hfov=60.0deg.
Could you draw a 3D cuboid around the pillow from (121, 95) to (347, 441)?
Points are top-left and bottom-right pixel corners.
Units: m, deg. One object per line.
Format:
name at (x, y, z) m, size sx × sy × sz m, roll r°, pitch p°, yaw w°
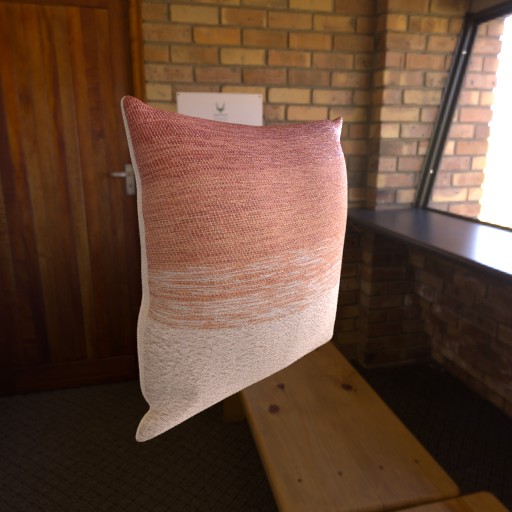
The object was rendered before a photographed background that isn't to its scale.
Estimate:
pillow at (0.000, 0.000, 0.685) m, size 0.182 × 0.441 × 0.440 m, roll 14°, pitch 20°, yaw 43°
